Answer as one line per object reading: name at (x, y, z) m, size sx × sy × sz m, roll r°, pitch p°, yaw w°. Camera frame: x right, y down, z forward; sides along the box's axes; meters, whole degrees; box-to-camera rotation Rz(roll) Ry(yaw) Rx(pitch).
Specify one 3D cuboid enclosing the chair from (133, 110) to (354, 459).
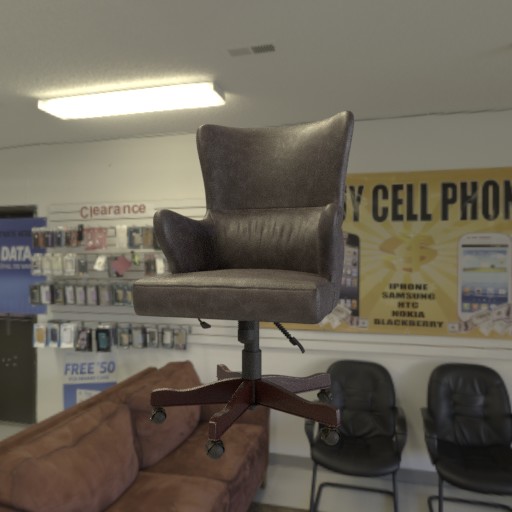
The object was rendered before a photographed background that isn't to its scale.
chair at (0.000, 0.000, 1.449) m, size 0.594 × 1.037 × 0.717 m, roll 0°, pitch 0°, yaw 18°
